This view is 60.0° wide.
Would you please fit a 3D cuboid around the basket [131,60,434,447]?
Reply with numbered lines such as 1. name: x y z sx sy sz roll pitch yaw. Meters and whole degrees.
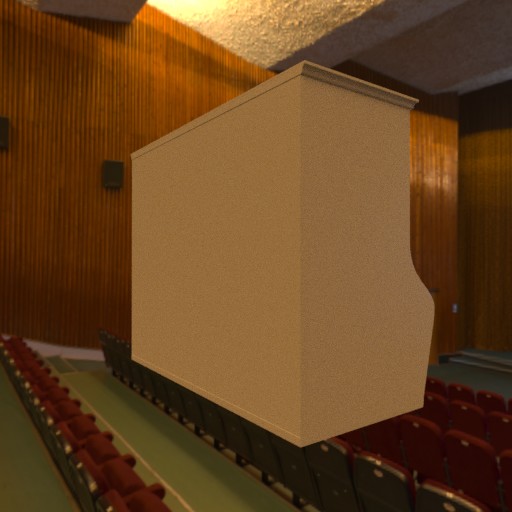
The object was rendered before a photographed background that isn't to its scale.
1. basket: 0.000 0.000 1.142 0.376 0.625 0.792 0 0 -36
